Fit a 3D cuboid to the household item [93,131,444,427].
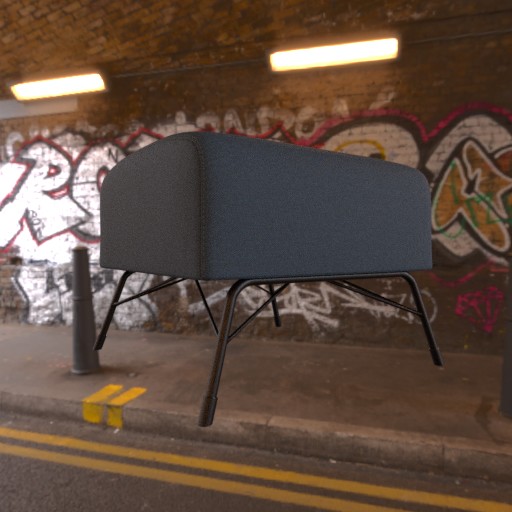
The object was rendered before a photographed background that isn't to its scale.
[{"bbox_3d":[0.000,0.000,0.922,0.530,0.420,0.530,-1,1,-35],"label":"household item"}]
